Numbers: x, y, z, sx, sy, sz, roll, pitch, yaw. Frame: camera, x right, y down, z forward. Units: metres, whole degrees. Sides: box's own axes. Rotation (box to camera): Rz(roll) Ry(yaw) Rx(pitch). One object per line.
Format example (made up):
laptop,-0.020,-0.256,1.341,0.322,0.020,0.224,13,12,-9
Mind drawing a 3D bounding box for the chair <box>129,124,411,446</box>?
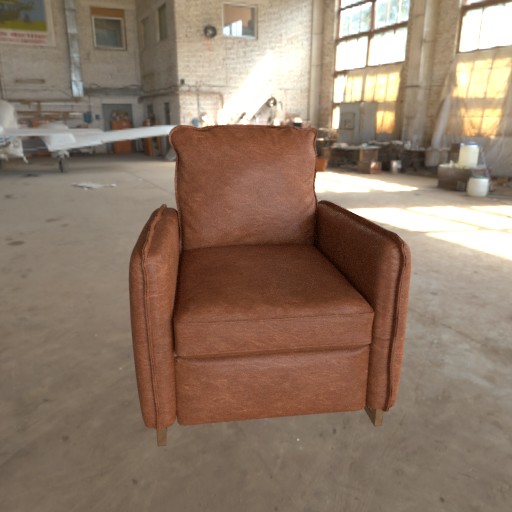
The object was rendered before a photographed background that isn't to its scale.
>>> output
chair,0.000,0.000,1.629,0.830,0.922,0.922,-2,17,-7
